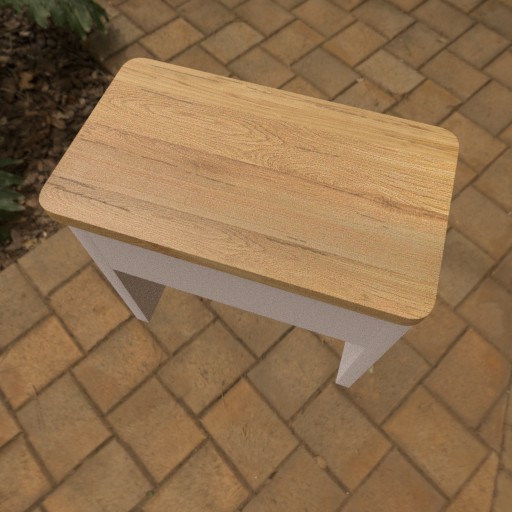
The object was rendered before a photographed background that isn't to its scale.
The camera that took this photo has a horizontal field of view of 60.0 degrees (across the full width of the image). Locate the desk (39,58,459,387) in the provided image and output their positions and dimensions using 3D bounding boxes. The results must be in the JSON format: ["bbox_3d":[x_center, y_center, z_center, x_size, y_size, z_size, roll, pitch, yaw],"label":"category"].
[{"bbox_3d":[0.000,0.000,1.237,0.760,0.790,0.440,16,65,8],"label":"desk"}]
